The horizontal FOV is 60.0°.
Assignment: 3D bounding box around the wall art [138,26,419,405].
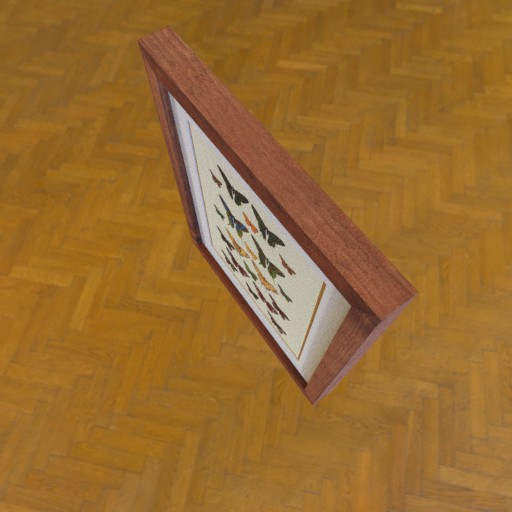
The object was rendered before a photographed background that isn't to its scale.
[{"bbox_3d":[0.000,0.000,0.605,0.039,0.449,0.377,-32,68,-15],"label":"wall art"}]
